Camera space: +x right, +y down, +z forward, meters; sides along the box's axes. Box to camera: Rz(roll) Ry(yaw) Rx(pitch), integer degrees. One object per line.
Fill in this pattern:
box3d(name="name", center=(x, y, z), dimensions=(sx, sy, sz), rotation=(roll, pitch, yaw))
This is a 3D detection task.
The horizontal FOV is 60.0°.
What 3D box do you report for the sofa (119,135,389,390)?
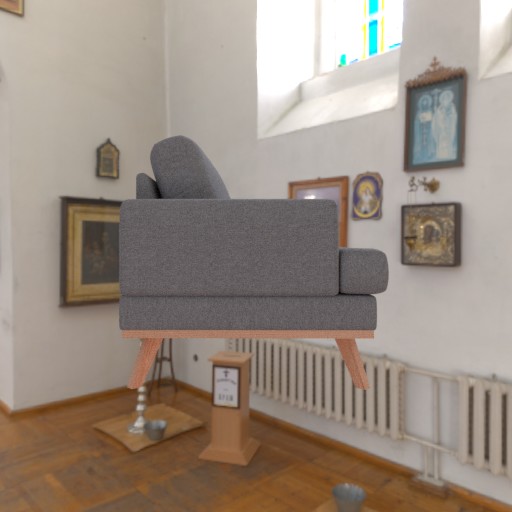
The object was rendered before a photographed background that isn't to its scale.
box3d(name="sofa", center=(0.000, 0.000, 2.080), dimensions=(0.785, 0.810, 1.650), rotation=(0, -1, 1))
